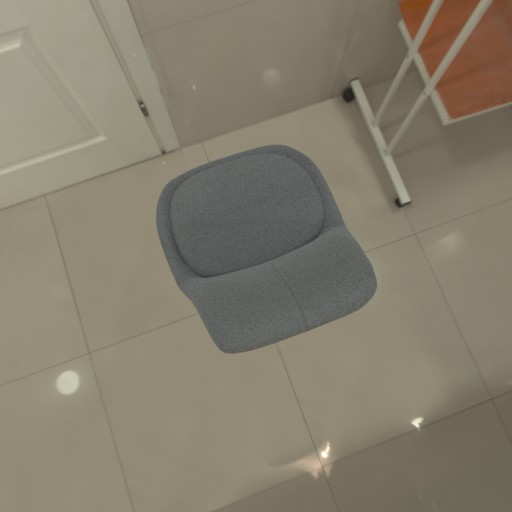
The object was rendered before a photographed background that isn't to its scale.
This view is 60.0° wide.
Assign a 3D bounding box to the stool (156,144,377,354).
[{"bbox_3d":[0.000,0.000,1.381,0.485,1.115,0.550,-20,78,-4],"label":"stool"}]
